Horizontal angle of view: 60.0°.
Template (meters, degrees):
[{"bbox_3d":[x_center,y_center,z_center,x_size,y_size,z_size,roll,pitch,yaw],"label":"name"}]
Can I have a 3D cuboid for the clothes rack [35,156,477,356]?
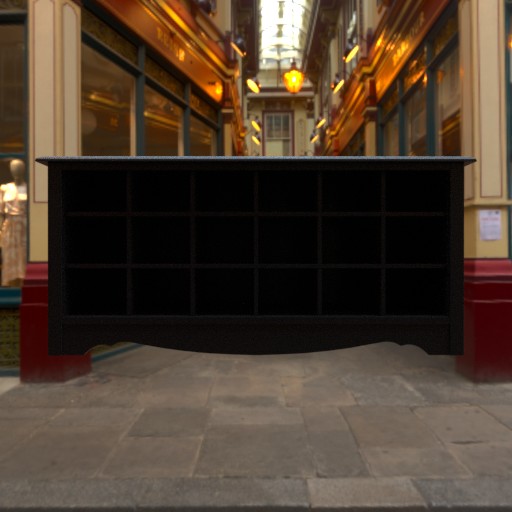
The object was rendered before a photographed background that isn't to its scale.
[{"bbox_3d":[0.000,0.000,1.426,1.219,0.556,0.406,0,0,0],"label":"clothes rack"}]
